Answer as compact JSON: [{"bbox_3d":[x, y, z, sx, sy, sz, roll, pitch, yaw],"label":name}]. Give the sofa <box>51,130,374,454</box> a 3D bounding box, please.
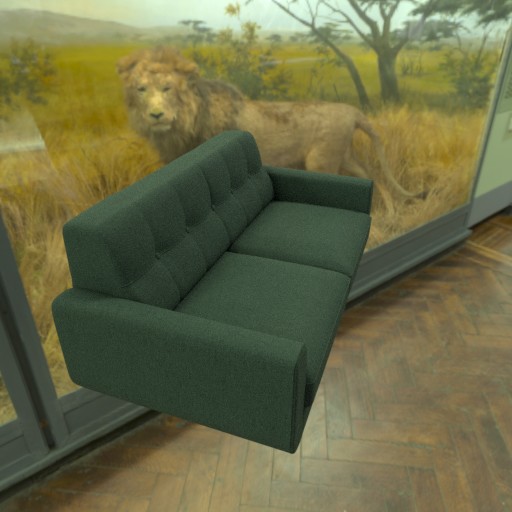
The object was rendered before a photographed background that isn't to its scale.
[{"bbox_3d":[0.000,0.000,2.100,0.909,0.841,1.631,10,31,18],"label":"sofa"}]
